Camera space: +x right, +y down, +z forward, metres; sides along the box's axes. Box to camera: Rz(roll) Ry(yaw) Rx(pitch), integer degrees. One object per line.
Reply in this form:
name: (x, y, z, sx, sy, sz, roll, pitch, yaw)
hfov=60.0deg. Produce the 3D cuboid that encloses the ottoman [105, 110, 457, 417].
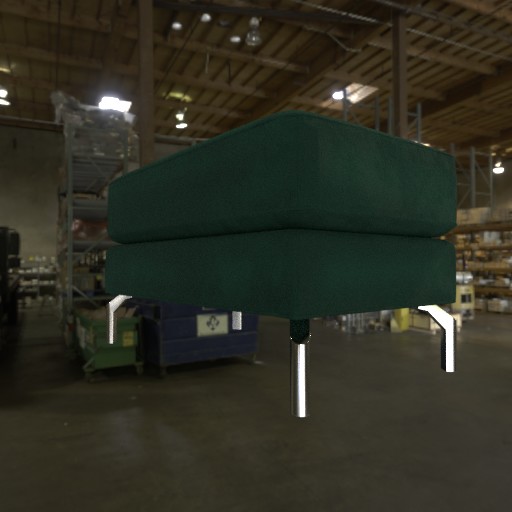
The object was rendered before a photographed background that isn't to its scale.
ottoman: (0.000, 0.000, 1.205, 0.536, 0.533, 0.886, 1, -1, -38)
